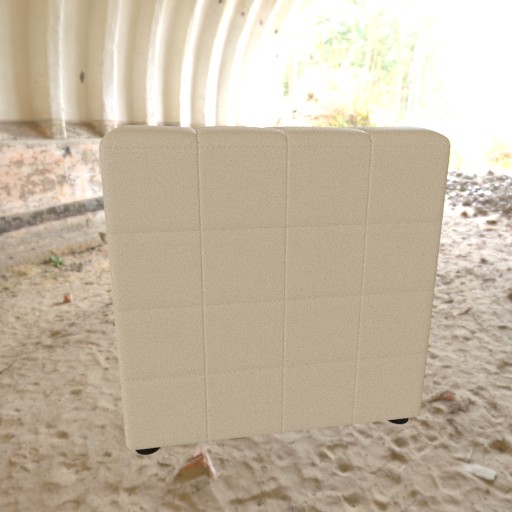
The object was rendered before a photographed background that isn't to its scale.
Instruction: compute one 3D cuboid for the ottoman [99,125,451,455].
[{"bbox_3d":[0.000,0.000,0.768,0.425,0.432,0.425,-3,16,-10],"label":"ottoman"}]
